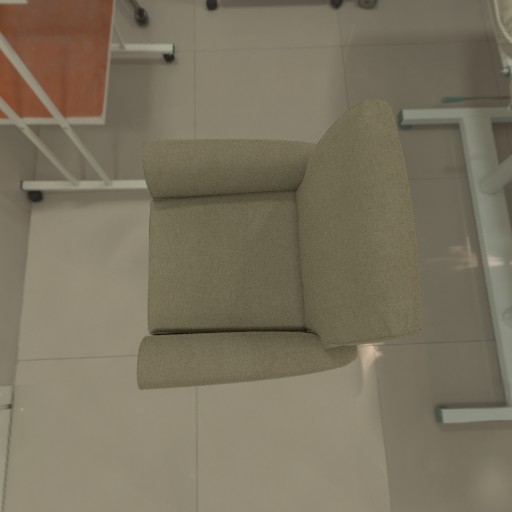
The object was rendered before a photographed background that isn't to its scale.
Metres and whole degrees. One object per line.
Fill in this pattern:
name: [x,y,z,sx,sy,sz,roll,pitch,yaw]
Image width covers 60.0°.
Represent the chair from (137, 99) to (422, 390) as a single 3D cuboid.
chair: [0.000,0.000,1.757,0.905,1.061,0.978,-2,75,-1]
